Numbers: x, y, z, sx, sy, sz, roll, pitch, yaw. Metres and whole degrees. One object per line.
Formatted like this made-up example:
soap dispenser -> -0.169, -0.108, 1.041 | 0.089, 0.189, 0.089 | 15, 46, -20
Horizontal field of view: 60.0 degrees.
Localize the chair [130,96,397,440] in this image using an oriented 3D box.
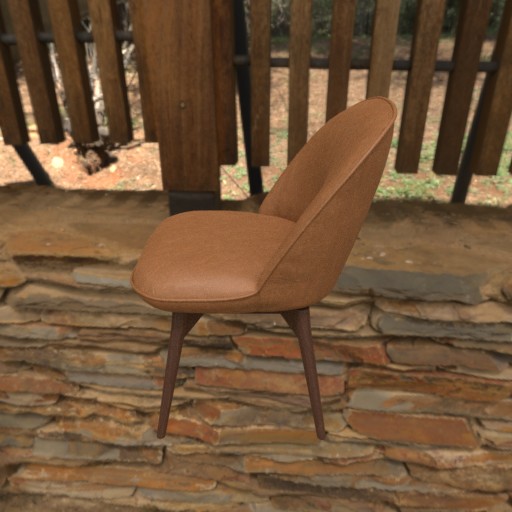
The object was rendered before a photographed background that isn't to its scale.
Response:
chair -> 0.000, 0.000, 1.229 | 0.631, 0.831, 0.521 | 0, 26, 0
